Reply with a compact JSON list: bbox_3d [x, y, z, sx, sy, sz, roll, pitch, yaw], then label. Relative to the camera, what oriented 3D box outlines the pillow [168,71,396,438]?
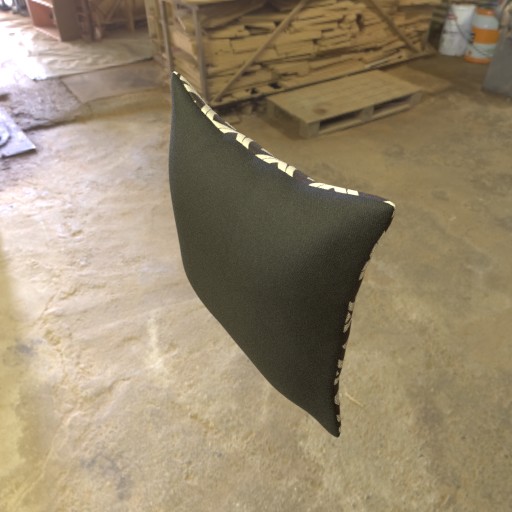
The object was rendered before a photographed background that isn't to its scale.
[{"bbox_3d":[0.000,0.000,0.776,0.188,0.494,0.504,-25,46,-26],"label":"pillow"}]
